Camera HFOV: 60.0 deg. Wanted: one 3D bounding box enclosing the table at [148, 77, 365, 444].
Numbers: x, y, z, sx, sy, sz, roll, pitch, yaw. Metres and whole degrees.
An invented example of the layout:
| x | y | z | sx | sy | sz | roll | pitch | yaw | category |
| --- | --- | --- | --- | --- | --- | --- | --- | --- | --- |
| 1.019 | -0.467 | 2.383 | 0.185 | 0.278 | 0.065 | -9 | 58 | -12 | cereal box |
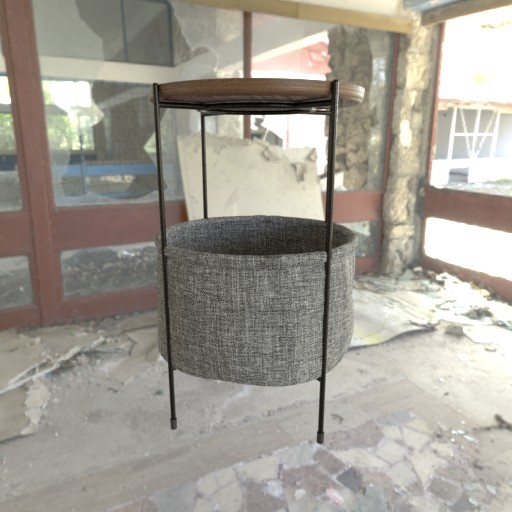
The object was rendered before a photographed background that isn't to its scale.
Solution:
| x | y | z | sx | sy | sz | roll | pitch | yaw | category |
| --- | --- | --- | --- | --- | --- | --- | --- | --- | --- |
| 0.000 | 0.000 | 0.889 | 0.400 | 0.623 | 0.400 | 2 | 15 | 8 | table |
